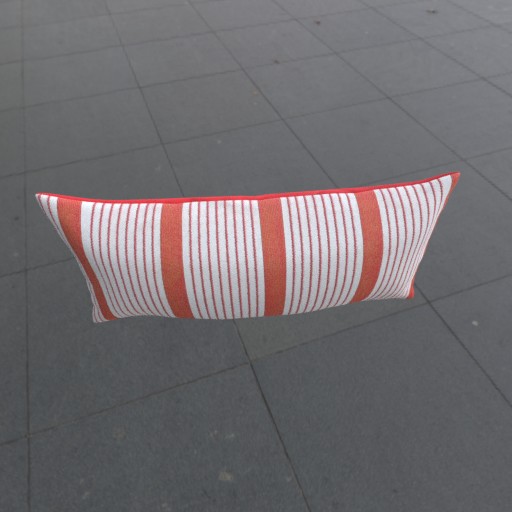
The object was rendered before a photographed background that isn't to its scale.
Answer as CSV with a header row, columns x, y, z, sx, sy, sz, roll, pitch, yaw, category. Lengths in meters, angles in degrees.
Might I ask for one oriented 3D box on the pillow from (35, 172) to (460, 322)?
x,y,z,sx,sy,sz,roll,pitch,yaw,category
0.000,0.000,0.731,0.608,0.297,0.151,-4,47,-4,pillow
